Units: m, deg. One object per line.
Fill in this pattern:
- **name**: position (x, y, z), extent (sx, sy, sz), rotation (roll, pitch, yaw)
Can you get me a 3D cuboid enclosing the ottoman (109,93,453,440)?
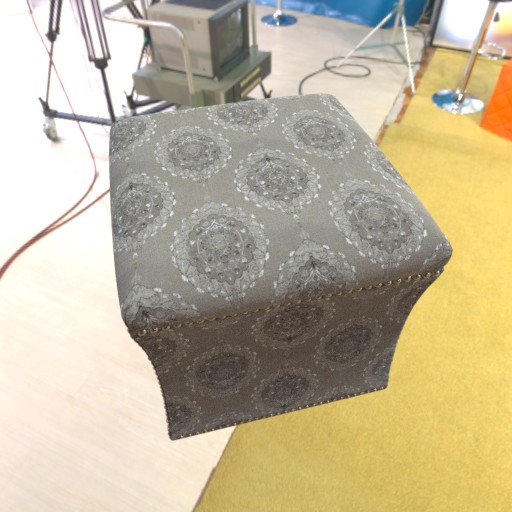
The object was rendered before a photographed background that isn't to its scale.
- **ottoman**: position (0.000, 0.000, 0.905), extent (0.497, 0.473, 0.507), rotation (-10, 47, -10)
